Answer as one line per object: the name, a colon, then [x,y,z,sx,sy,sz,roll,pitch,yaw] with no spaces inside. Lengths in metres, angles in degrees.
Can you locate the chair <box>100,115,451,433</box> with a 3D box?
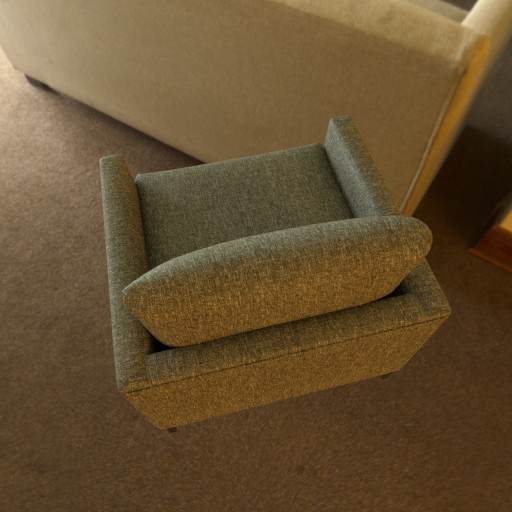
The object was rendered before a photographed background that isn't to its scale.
chair: [0.000,0.000,1.561,0.963,0.861,0.866,-12,59,-7]
